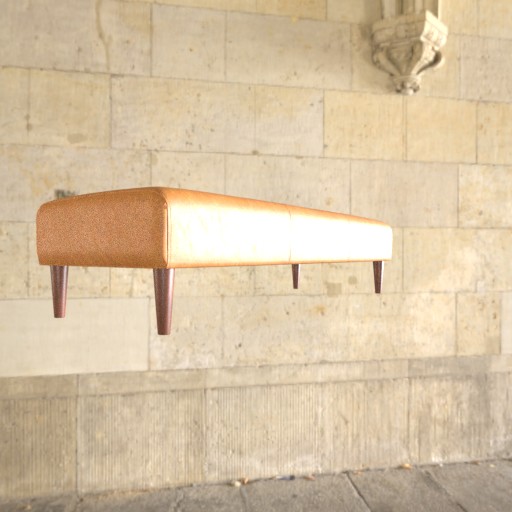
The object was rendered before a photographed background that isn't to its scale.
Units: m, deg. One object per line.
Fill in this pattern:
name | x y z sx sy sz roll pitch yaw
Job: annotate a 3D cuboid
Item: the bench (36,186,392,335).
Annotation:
bench | 0.000 0.000 1.900 0.653 0.399 1.610 0 0 37
